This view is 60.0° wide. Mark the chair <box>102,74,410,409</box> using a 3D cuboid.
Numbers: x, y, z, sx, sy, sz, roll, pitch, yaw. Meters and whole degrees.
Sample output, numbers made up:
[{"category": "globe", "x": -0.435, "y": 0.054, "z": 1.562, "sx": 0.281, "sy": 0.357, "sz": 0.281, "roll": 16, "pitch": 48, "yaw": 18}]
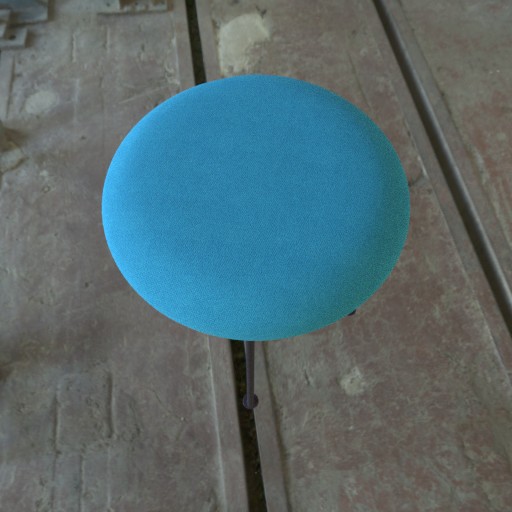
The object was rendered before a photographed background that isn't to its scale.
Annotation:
[{"category": "chair", "x": 0.000, "y": 0.000, "z": 0.665, "sx": 0.350, "sy": 0.430, "sz": 0.350, "roll": 33, "pitch": 68, "yaw": 15}]
